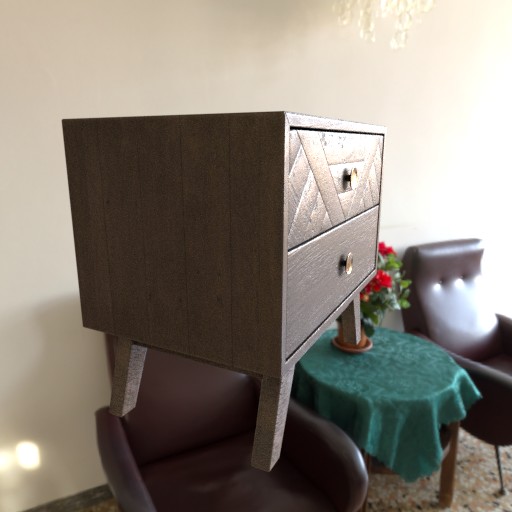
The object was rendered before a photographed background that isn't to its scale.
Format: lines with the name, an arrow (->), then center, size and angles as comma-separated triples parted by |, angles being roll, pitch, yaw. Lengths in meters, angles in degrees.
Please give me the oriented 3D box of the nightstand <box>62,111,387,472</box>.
nightstand -> 0.000, 0.000, 1.045 | 0.450, 0.599, 0.650 | 7, 16, 27
